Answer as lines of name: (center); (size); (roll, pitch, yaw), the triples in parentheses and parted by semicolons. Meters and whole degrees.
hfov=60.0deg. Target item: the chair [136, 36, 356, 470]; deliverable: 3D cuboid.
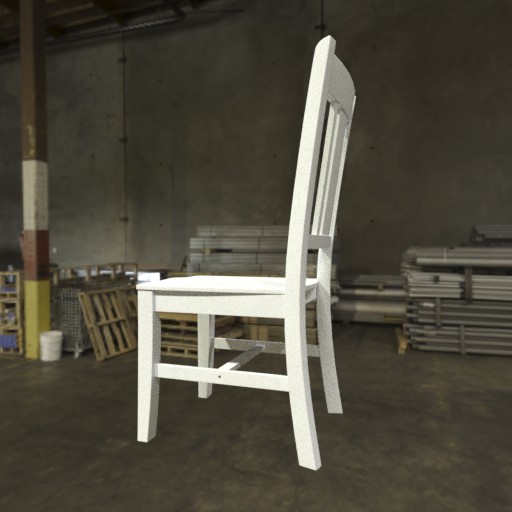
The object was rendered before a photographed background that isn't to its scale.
chair: (0.000, 0.000, 1.294); (0.555, 0.998, 0.450); (0, 1, 19)
